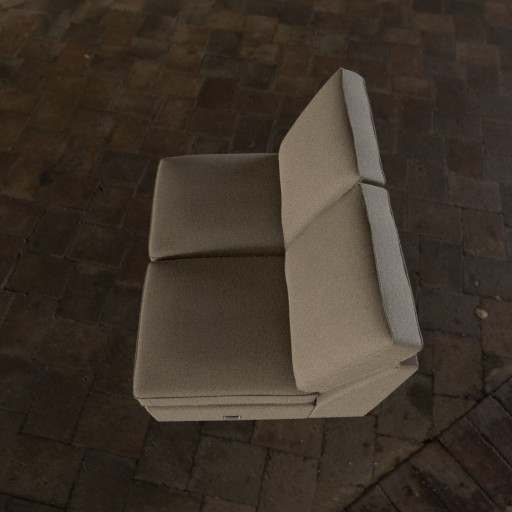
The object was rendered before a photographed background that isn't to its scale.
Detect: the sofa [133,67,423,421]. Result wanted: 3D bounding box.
[{"bbox_3d":[0.000,0.000,1.945,0.978,1.006,1.232,-1,60,-1],"label":"sofa"}]
